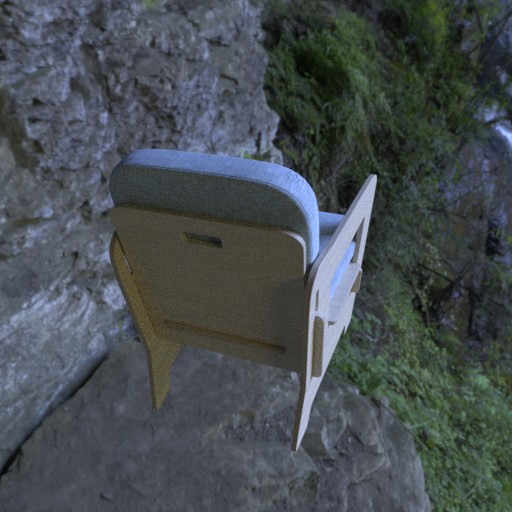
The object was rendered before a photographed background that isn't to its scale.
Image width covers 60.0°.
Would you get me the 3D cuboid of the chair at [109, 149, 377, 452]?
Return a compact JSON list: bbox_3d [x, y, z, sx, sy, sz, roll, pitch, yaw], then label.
[{"bbox_3d":[0.000,0.000,1.294,0.590,0.800,0.710,10,33,16],"label":"chair"}]
